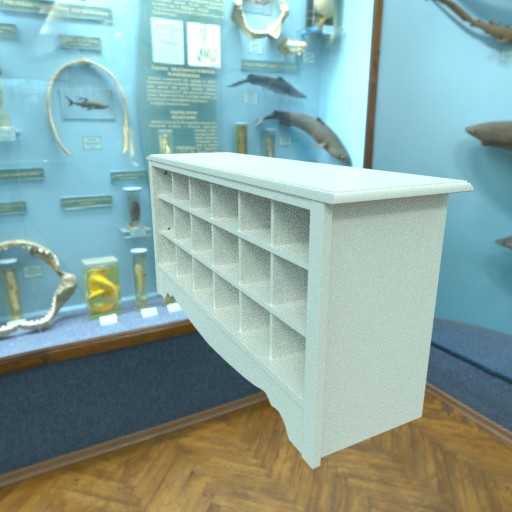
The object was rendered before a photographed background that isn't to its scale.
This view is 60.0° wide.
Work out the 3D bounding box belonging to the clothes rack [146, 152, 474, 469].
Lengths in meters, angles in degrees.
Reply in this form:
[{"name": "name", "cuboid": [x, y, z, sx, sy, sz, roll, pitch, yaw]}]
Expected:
[{"name": "clothes rack", "cuboid": [0.000, 0.000, 1.297, 0.324, 0.531, 1.120, -8, 18, -27]}]
